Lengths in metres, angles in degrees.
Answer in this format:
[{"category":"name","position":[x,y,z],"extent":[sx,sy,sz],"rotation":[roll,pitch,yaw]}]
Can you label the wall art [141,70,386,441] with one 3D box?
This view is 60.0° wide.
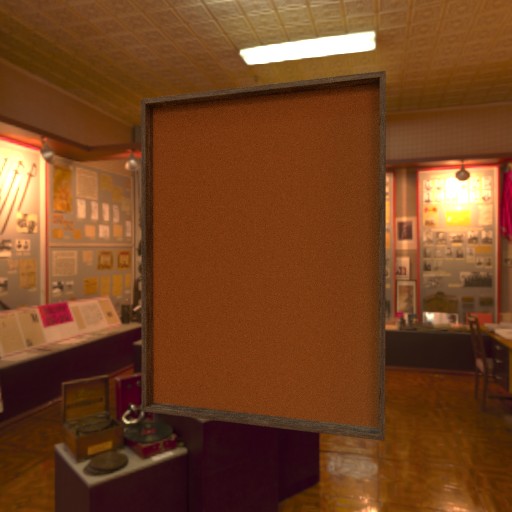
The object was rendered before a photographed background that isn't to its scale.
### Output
[{"category":"wall art","position":[0.000,0.000,1.359],"extent":[0.762,1.016,0.063],"rotation":[0,1,17]}]
